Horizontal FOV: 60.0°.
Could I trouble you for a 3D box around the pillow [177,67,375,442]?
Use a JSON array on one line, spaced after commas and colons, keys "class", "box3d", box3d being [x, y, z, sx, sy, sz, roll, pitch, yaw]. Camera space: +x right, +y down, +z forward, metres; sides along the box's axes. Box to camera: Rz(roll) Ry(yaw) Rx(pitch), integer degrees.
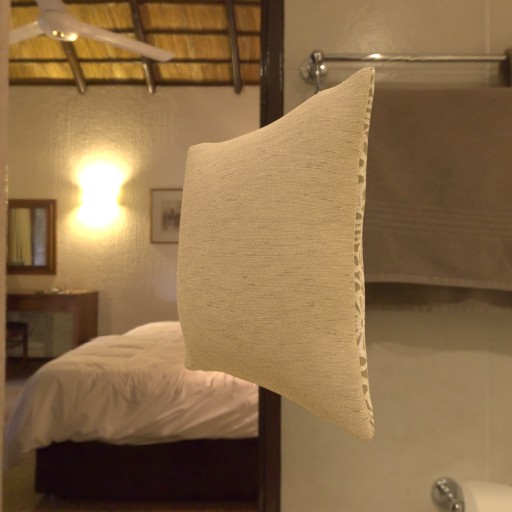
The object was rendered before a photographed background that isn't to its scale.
[{"class": "pillow", "box3d": [0.000, 0.000, 0.665, 0.167, 0.421, 0.438, 0, -1, -36]}]
